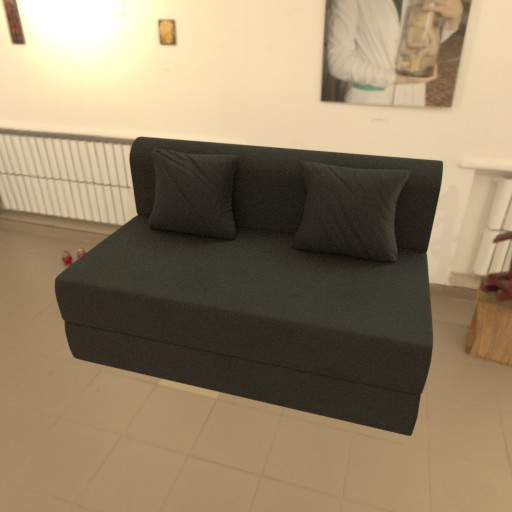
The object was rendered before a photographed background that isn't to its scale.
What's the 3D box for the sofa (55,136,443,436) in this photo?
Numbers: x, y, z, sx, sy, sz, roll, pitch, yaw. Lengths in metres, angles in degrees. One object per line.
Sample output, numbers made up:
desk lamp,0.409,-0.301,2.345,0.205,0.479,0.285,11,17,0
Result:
sofa,0.000,0.000,1.656,1.225,0.670,0.762,8,30,15
